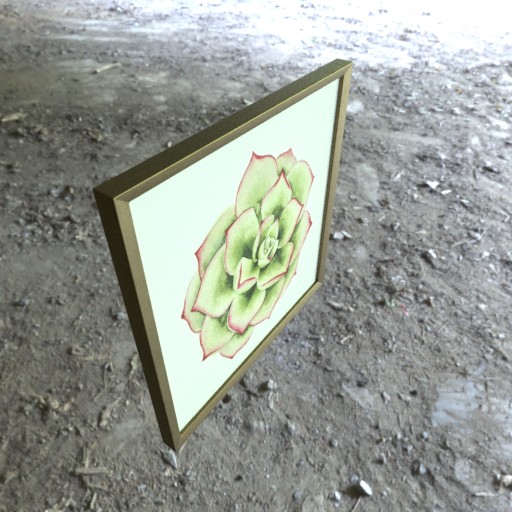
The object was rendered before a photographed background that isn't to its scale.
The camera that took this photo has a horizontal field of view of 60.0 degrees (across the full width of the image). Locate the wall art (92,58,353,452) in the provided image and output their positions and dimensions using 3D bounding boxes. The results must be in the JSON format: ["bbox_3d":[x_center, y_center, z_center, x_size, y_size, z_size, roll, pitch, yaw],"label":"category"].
[{"bbox_3d":[0.000,0.000,0.743,0.031,0.506,0.503,25,47,26],"label":"wall art"}]
